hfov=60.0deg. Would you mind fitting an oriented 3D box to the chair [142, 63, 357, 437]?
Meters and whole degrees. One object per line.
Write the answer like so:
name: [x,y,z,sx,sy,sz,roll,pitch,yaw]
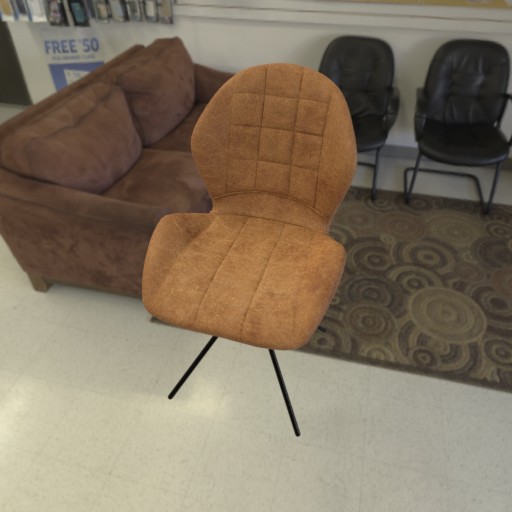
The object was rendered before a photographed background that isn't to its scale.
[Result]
chair: [0.000,0.000,1.316,0.527,0.929,0.640,11,41,13]
